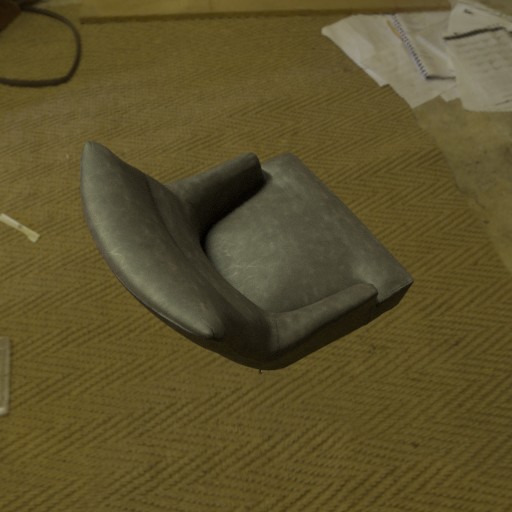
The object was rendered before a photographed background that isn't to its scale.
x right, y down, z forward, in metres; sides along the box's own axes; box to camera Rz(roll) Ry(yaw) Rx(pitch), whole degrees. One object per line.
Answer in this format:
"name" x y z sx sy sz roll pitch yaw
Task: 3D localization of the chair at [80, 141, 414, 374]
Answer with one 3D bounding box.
"chair" 0.000 0.000 1.509 0.874 0.870 0.738 -29 63 -17
